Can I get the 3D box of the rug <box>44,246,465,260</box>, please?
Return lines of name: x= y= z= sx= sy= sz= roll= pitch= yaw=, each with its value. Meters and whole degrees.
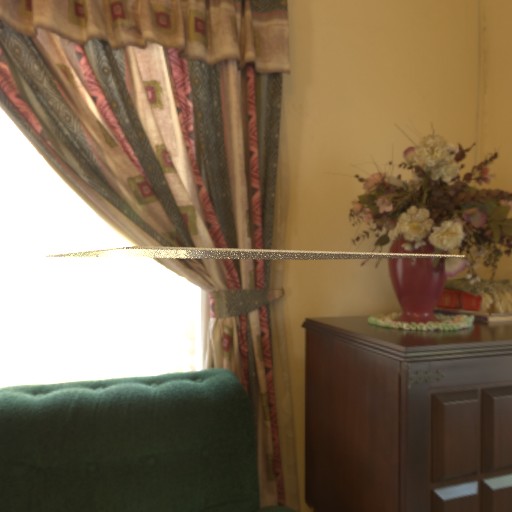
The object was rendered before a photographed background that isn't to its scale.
rug: x=0.000 y=0.000 z=2.853 sx=2.232 sy=0.011 sz=1.555 roll=1 pitch=-2 yaw=-35
